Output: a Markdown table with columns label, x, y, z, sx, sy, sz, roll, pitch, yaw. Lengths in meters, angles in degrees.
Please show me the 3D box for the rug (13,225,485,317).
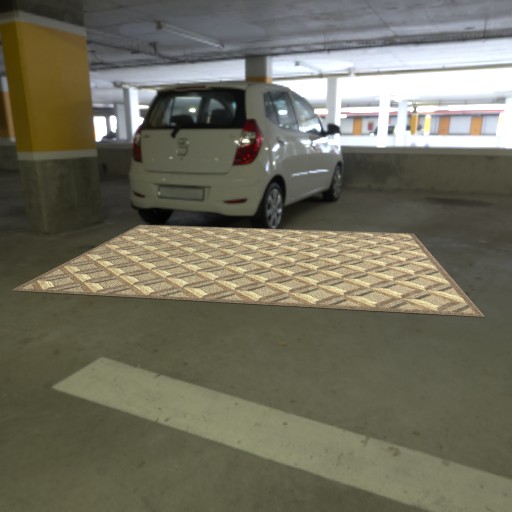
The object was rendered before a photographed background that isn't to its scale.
| label | x | y | z | sx | sy | sz | roll | pitch | yaw |
| --- | --- | --- | --- | --- | --- | --- | --- | --- | --- |
| rug | 0.000 | 0.000 | 4.176 | 3.294 | 0.018 | 2.382 | 2 | 16 | 8 |
